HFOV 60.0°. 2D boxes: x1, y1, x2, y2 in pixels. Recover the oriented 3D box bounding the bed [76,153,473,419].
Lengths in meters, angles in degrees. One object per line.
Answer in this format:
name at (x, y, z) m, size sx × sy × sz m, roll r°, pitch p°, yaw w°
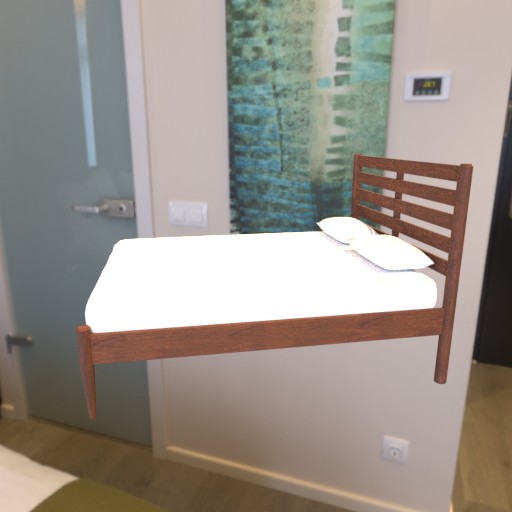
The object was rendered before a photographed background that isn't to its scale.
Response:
bed at (0.000, 0.000, 3.046) m, size 2.093 × 1.304 × 1.509 m, roll -3°, pitch 15°, yaw -10°
